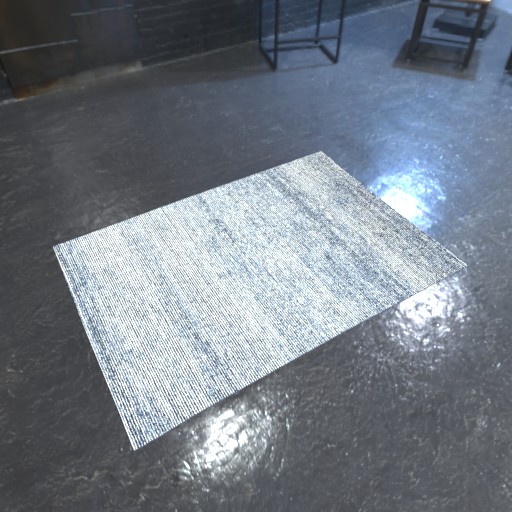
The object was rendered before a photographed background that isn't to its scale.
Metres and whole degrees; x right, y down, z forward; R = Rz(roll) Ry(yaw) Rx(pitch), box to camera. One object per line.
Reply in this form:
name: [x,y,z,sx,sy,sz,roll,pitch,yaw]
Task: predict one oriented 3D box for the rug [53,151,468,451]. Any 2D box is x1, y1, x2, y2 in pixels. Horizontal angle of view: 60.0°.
rug: [0.000,0.000,3.025,2.349,0.030,1.624,-23,50,-21]
